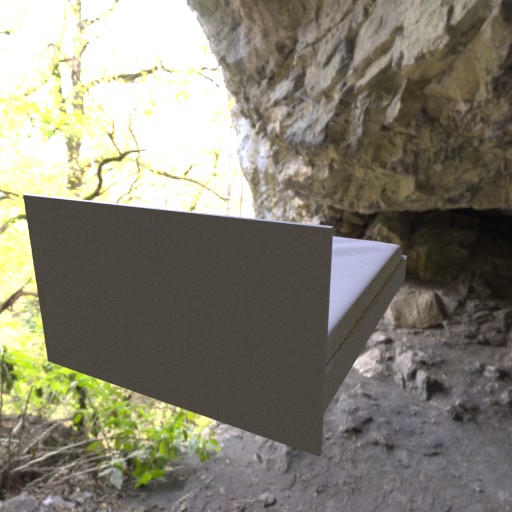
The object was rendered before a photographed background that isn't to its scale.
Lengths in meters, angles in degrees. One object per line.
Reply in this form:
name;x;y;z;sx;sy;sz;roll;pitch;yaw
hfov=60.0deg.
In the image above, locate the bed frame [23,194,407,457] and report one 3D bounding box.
bed frame;0.000;0.000;3.020;1.711;1.001;2.100;8;19;26
